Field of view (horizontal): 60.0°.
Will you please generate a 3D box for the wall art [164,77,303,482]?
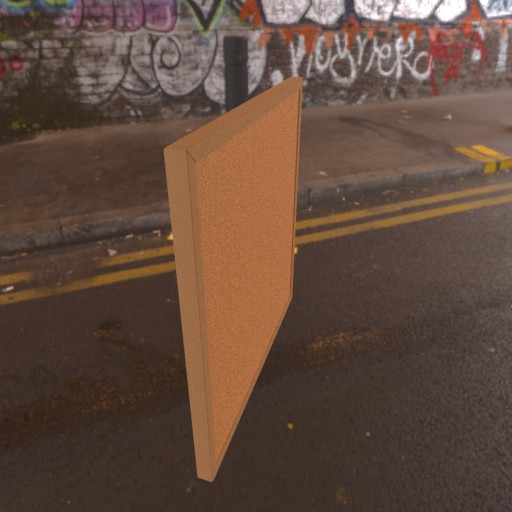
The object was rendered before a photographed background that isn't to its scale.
[{"bbox_3d":[0.000,0.000,1.136,0.037,0.761,0.761,9,31,15],"label":"wall art"}]
